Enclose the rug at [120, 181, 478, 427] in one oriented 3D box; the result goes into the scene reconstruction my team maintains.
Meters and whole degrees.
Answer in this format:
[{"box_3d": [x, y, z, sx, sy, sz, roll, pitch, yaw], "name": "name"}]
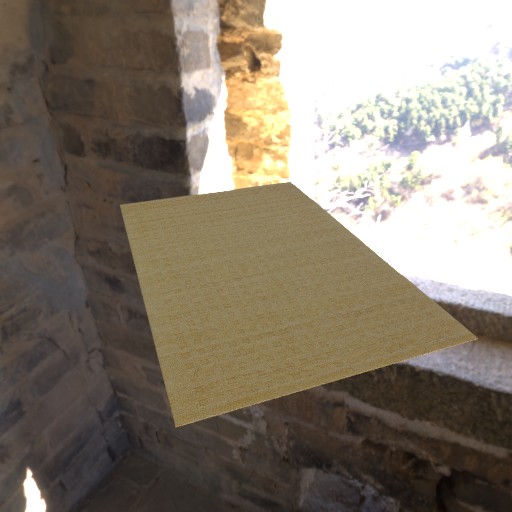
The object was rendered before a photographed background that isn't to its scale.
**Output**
[{"box_3d": [0.000, 0.000, 2.913, 1.524, 0.006, 2.286, -11, 32, -17], "name": "rug"}]
